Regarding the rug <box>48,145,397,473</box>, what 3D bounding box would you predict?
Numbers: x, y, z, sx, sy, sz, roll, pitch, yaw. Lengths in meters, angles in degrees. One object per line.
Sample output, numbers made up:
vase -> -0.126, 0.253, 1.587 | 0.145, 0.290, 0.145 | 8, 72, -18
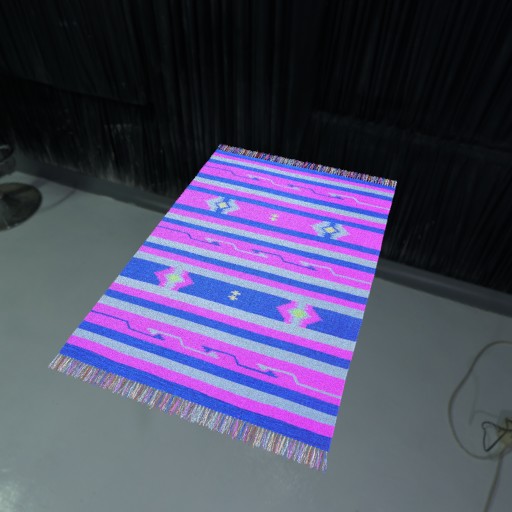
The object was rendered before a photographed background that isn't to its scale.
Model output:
rug -> 0.000, 0.000, 2.947 | 1.539, 0.013, 2.350 | 15, 48, 14
